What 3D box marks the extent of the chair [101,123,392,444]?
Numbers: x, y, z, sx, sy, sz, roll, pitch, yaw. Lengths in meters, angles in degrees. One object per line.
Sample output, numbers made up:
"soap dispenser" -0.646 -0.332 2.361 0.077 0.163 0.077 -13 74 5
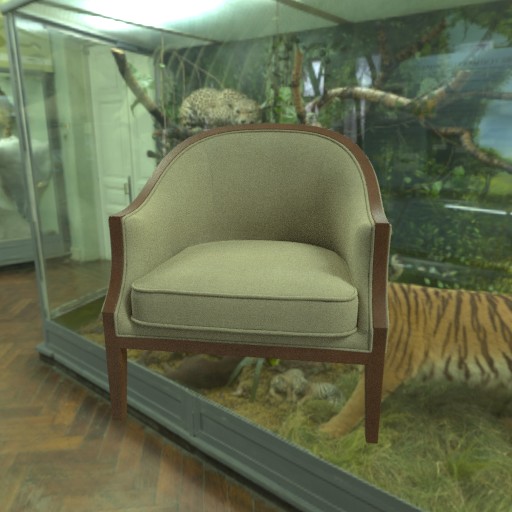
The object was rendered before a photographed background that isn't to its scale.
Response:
"chair" 0.000 0.000 1.481 0.803 0.876 0.735 2 15 8
